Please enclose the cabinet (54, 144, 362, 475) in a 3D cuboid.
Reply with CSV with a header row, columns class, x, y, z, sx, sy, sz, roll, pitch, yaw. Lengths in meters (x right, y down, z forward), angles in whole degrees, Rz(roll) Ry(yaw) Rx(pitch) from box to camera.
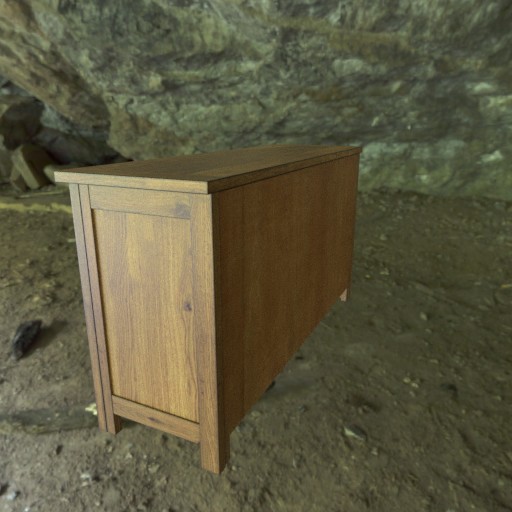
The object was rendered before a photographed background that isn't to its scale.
class,x,y,z,sx,sy,sz,roll,pitch,yaw
cabinet,0.000,0.000,1.820,0.480,0.813,1.474,8,19,25
